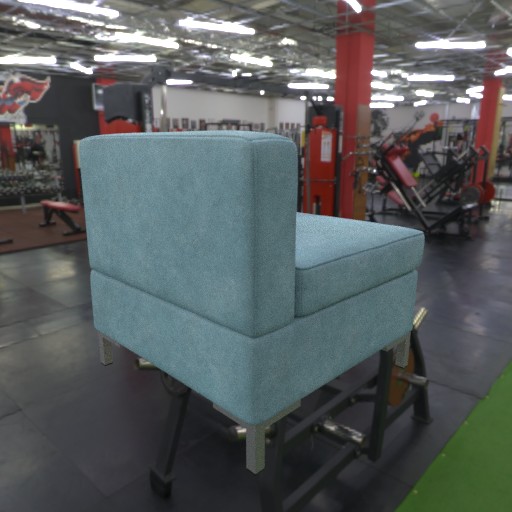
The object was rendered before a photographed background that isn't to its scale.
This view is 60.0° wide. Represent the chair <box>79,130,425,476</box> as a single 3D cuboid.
[{"bbox_3d":[0.000,0.000,1.235,0.684,0.660,0.691,-14,20,-43],"label":"chair"}]
